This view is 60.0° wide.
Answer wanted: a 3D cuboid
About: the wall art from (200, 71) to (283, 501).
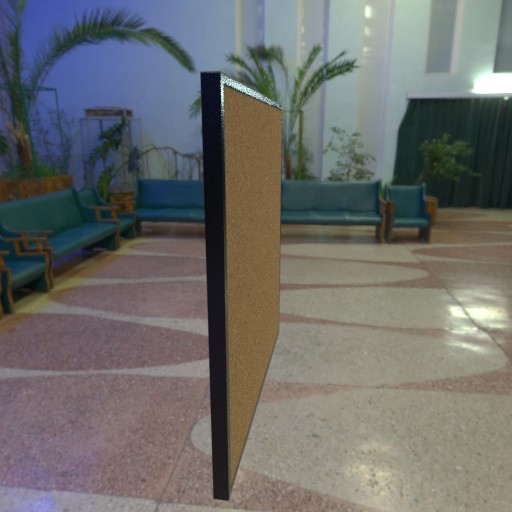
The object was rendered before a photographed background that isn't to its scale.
[{"bbox_3d":[0.000,0.000,0.508,0.014,0.349,0.349,3,15,10],"label":"wall art"}]
